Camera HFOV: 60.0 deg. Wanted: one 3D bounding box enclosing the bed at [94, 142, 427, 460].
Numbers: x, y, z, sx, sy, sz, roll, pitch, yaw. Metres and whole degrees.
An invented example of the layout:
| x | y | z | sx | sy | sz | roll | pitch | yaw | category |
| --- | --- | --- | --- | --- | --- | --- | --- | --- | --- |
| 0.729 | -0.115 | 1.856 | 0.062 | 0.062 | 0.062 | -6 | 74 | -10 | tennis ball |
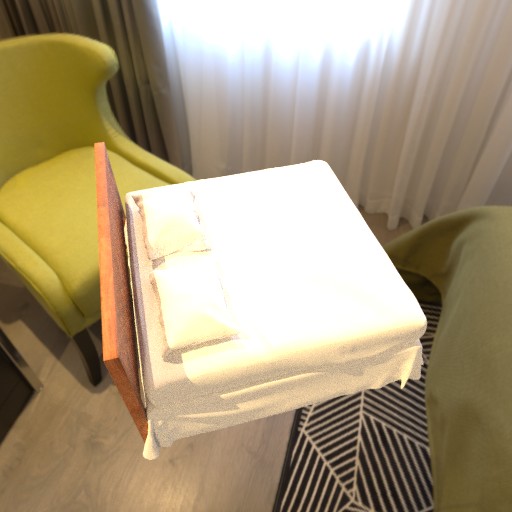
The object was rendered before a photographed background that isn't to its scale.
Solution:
| x | y | z | sx | sy | sz | roll | pitch | yaw | category |
| --- | --- | --- | --- | --- | --- | --- | --- | --- | --- |
| 0.000 | 0.000 | 3.492 | 2.165 | 1.158 | 2.255 | -11 | 48 | -10 | bed |
